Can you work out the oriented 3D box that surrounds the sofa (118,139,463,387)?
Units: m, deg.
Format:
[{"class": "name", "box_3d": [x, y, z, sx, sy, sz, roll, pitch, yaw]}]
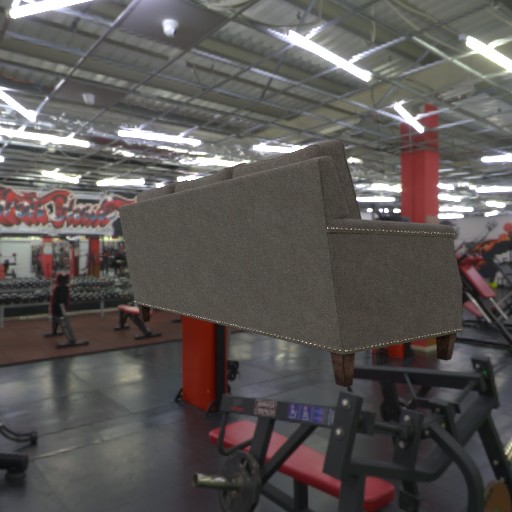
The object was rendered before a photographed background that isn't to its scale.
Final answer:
[{"class": "sofa", "box_3d": [0.000, 0.000, 2.839, 1.034, 1.042, 2.226, 0, 0, -36]}]
